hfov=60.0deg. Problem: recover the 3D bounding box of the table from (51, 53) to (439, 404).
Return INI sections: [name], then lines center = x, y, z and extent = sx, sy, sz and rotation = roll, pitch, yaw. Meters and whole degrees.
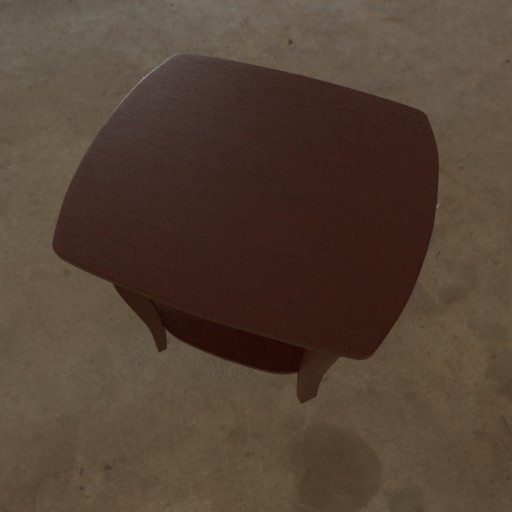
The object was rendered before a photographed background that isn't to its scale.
[table]
center = 0.000, 0.000, 0.847
extent = 0.502, 0.496, 0.433
rotation = 17, 64, 9
